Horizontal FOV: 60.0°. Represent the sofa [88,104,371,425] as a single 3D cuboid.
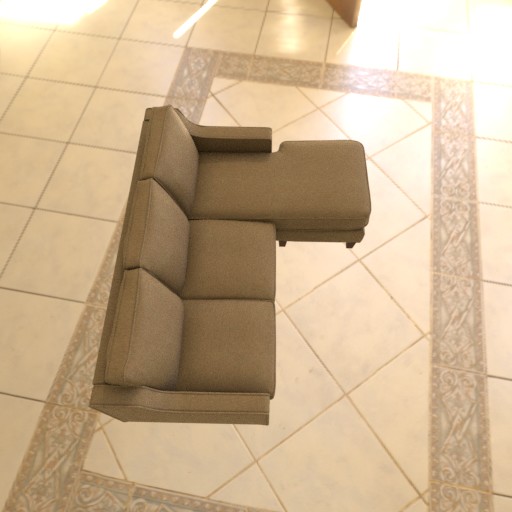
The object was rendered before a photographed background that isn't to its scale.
[{"bbox_3d":[0.000,0.000,3.329,1.858,1.081,2.317,1,63,1],"label":"sofa"}]
